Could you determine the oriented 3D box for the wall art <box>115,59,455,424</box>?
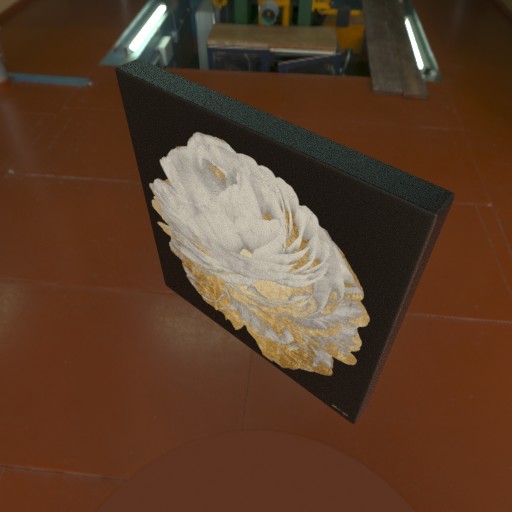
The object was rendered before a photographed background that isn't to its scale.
[{"bbox_3d":[0.000,0.000,0.593,0.406,0.407,0.041,32,54,26],"label":"wall art"}]
